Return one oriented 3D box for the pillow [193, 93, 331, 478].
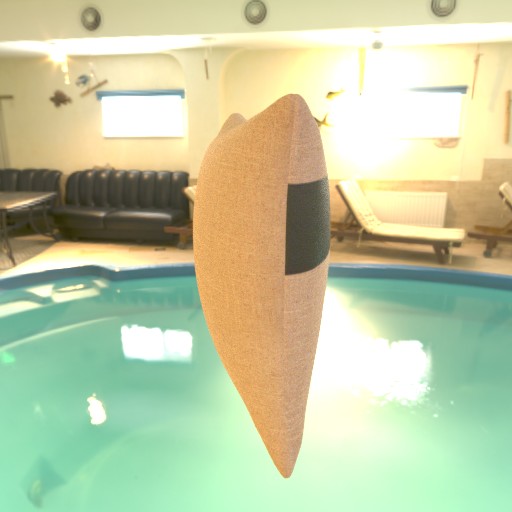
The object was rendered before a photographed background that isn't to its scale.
[{"bbox_3d":[0.000,0.000,0.622,0.173,0.399,0.414,-3,16,-9],"label":"pillow"}]
